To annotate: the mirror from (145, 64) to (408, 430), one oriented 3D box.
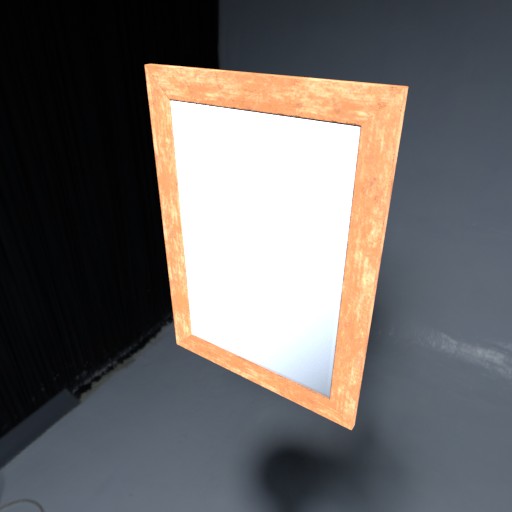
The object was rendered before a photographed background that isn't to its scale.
[{"bbox_3d":[0.000,0.000,1.432,0.796,1.099,0.028,18,34,29],"label":"mirror"}]
